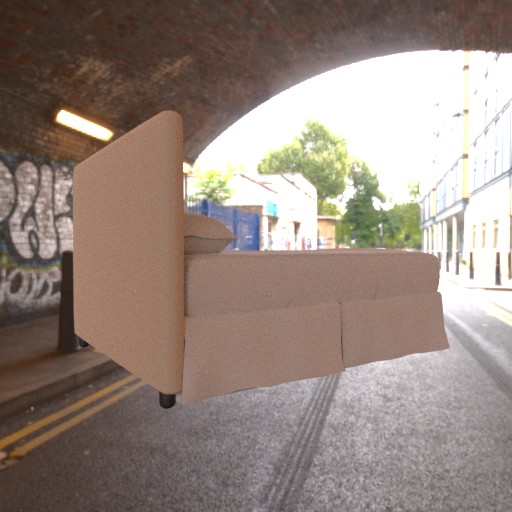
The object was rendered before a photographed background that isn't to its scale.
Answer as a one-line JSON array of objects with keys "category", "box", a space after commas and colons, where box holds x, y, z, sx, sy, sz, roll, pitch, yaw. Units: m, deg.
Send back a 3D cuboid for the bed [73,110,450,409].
[{"category": "bed", "box": [0.000, 0.000, 3.180, 2.142, 1.330, 1.748, -1, 1, -35]}]
